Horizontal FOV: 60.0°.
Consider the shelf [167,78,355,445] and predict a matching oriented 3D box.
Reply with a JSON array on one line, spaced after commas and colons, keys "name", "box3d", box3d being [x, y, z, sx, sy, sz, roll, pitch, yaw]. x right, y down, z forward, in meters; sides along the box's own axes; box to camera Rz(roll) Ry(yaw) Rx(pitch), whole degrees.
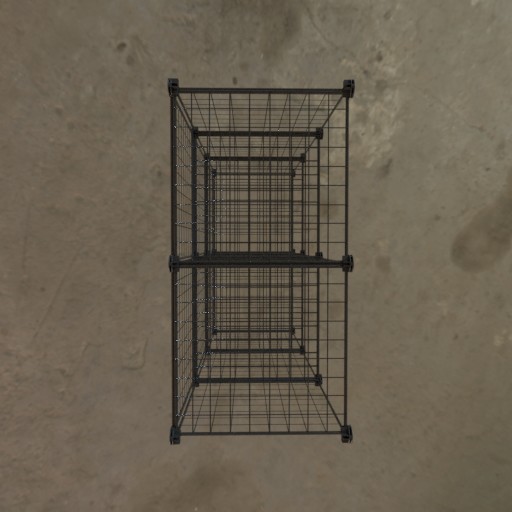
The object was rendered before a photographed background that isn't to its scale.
[{"name": "shelf", "box3d": [0.000, 0.000, 1.381, 0.356, 1.067, 0.711, 0, 92, -1]}]
